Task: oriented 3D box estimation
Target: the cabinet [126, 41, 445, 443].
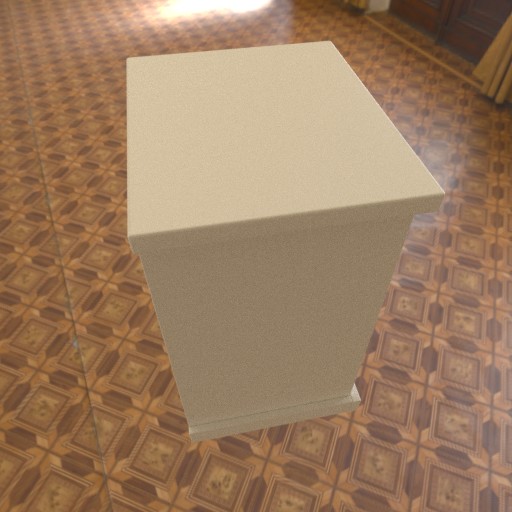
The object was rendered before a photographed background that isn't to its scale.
[{"bbox_3d":[0.000,0.000,1.018,0.431,0.723,0.520,-8,48,-8],"label":"cabinet"}]
